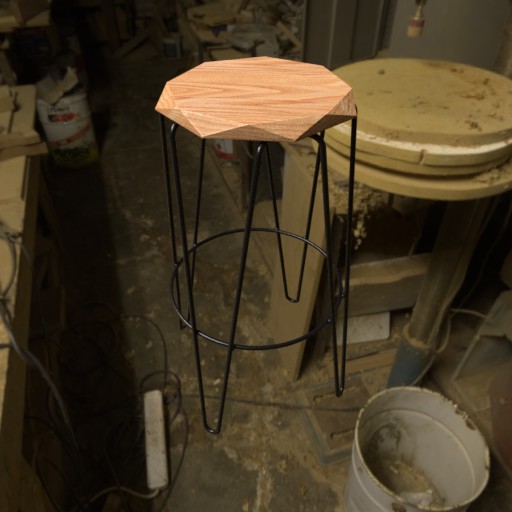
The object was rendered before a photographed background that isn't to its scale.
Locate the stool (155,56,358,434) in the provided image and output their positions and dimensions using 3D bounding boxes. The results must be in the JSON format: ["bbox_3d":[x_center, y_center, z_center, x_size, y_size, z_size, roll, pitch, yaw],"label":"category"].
[{"bbox_3d":[0.000,0.000,0.800,0.326,0.610,0.326,-12,42,-13],"label":"stool"}]
